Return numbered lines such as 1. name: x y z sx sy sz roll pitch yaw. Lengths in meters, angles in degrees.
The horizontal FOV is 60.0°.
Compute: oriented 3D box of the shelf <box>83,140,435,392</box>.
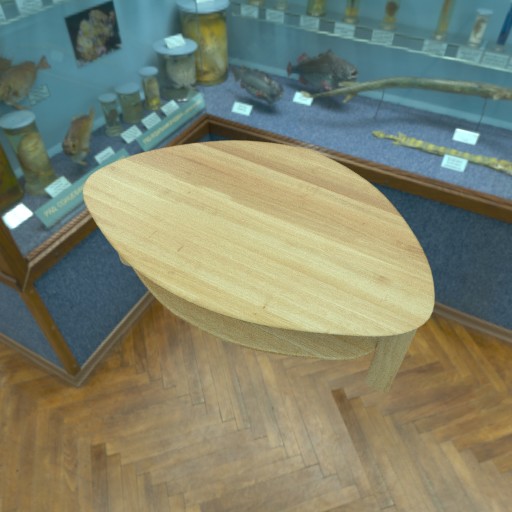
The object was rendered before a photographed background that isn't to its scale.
1. shelf: 0.000 0.000 1.643 1.246 0.440 0.845 23 51 21
